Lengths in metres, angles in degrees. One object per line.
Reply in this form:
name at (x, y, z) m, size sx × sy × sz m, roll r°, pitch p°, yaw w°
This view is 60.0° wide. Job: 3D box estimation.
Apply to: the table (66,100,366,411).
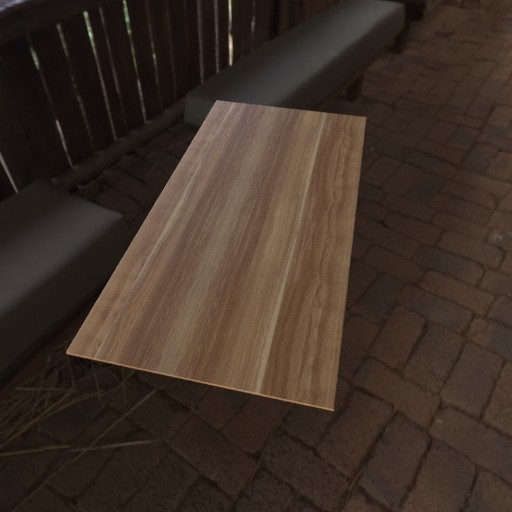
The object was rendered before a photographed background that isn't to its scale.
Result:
table at (0.000, 0.000, 2.529) m, size 1.000 × 0.770 × 2.000 m, roll 9°, pitch 47°, yaw 9°
